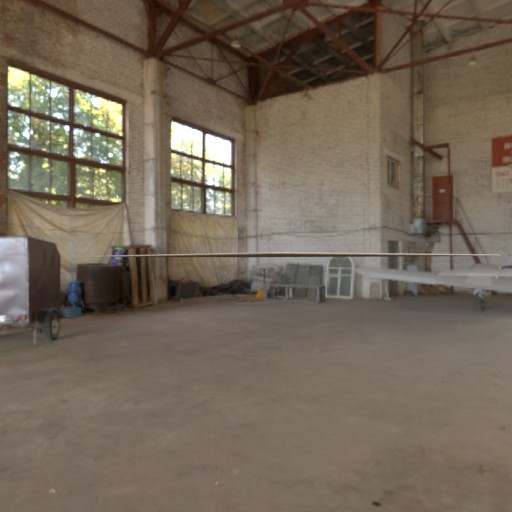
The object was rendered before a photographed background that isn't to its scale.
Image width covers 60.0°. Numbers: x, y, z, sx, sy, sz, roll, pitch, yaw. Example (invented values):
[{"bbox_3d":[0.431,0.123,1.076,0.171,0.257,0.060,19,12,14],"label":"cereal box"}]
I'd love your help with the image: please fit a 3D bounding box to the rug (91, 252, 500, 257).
[{"bbox_3d":[0.000,0.000,2.947,1.523,0.008,2.438,0,0,-35],"label":"rug"}]
